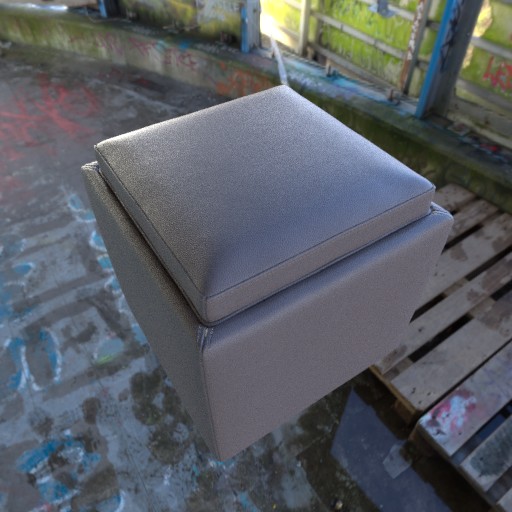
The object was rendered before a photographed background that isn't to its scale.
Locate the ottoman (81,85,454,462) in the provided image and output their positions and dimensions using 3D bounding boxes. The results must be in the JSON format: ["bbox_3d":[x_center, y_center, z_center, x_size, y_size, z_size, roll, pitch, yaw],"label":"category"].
[{"bbox_3d":[0.000,0.000,0.821,0.451,0.460,0.450,-25,52,-22],"label":"ottoman"}]
